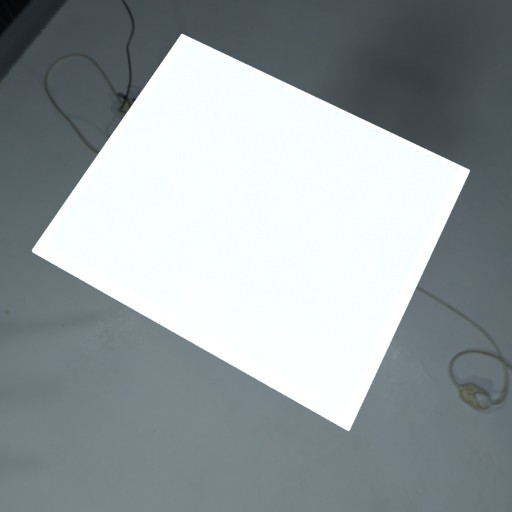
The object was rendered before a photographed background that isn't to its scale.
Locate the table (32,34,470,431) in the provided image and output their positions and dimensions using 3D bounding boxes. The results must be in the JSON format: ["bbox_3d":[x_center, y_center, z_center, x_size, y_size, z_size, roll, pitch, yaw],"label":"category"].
[{"bbox_3d":[0.000,0.000,0.835,0.460,0.531,0.381,28,78,7],"label":"table"}]
